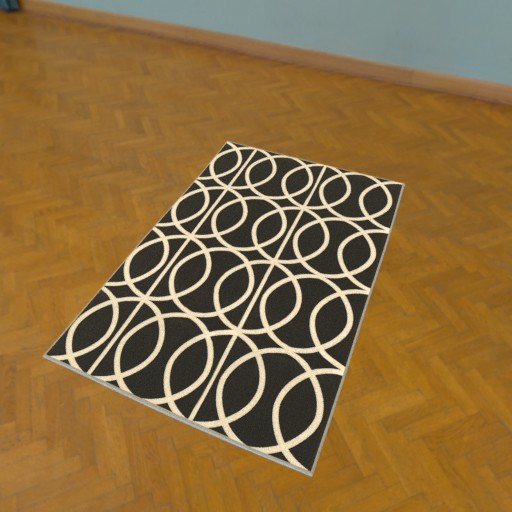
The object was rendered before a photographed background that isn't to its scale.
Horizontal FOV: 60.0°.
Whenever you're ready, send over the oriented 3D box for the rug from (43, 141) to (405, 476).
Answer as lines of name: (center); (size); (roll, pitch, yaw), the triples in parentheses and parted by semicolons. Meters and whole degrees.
rug: (0.000, 0.000, 2.887); (1.528, 0.014, 2.294); (17, 49, 16)
